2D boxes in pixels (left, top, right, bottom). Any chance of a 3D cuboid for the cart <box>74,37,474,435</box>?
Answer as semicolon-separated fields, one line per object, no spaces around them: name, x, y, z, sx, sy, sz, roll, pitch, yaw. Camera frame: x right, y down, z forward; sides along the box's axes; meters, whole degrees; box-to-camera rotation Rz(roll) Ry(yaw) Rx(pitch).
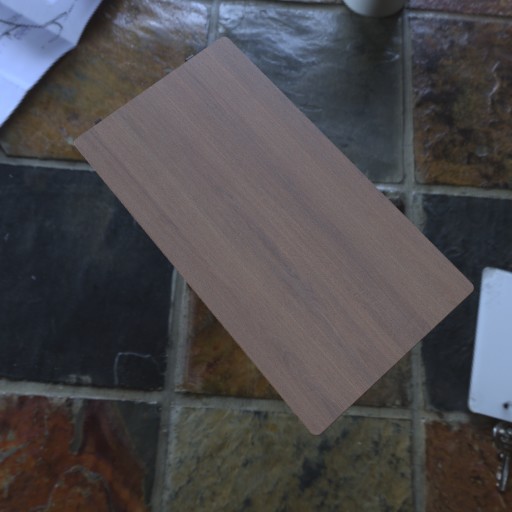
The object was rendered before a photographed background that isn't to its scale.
cart;0.000;0.000;1.431;0.457;0.927;0.899;-39;78;-10
